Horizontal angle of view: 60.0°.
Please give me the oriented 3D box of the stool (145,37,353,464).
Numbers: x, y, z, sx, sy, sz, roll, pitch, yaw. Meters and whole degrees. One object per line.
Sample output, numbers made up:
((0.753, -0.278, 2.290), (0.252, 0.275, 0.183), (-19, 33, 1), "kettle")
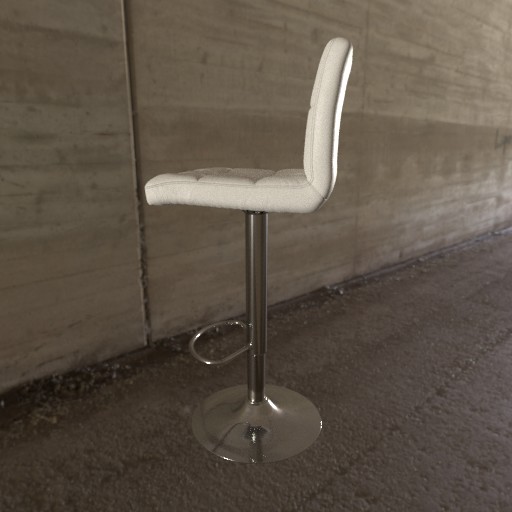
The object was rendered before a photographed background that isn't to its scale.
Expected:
((0.000, 0.000, 1.323), (0.505, 1.115, 0.430), (2, 15, 10), "stool")
